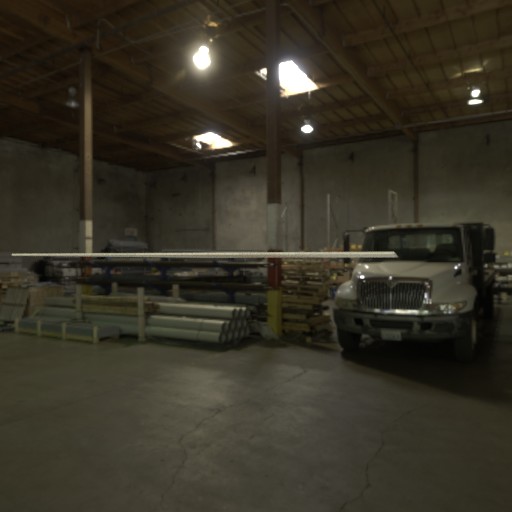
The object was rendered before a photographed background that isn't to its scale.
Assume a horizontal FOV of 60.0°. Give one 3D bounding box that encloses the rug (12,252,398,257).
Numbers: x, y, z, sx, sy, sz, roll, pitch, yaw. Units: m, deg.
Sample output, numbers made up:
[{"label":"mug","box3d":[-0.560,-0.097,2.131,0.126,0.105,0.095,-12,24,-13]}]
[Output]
[{"label":"rug","box3d":[0.000,0.000,4.020,2.438,0.013,3.048,0,0,18]}]
